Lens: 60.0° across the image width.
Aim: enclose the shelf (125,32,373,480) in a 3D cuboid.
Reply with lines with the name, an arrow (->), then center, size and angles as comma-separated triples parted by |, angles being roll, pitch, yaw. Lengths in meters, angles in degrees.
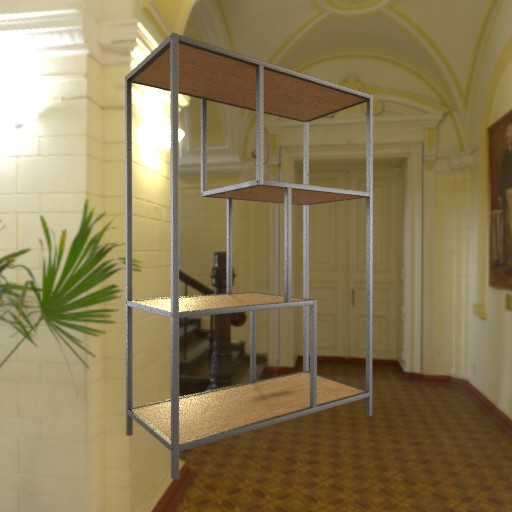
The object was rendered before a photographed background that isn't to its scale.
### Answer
shelf -> 0.000, 0.000, 1.492 | 0.770, 1.138, 0.350 | 0, 1, -36
